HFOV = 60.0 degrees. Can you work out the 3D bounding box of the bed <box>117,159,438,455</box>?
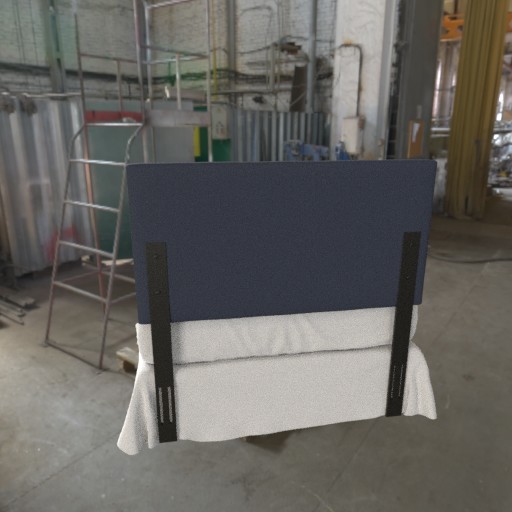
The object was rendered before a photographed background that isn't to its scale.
[{"bbox_3d":[0.000,0.000,3.414,1.936,1.577,2.222,-3,16,-9],"label":"bed"}]
